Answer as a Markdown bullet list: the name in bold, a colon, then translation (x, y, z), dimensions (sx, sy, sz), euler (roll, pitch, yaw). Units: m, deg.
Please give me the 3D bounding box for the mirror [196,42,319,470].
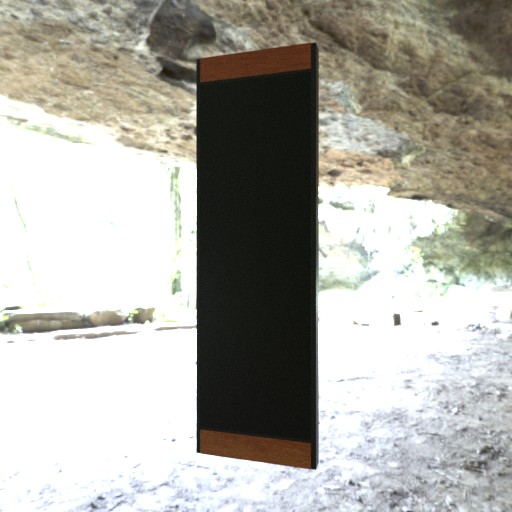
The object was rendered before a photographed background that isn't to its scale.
- **mirror**: translation (0.000, 0.000, 1.234), dimensions (0.343, 1.123, 0.047), euler (0, 0, 17)
